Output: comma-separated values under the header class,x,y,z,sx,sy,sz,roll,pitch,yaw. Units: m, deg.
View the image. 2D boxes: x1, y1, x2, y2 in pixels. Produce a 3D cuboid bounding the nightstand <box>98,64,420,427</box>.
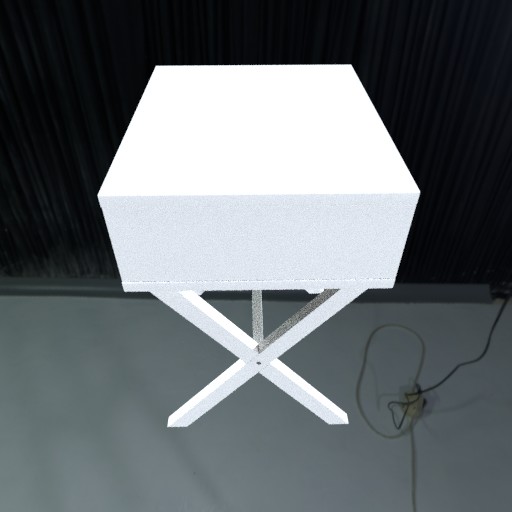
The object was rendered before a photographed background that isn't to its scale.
class,x,y,z,sx,sy,sz,roll,pitch,yaw
nightstand,0.000,0.000,0.935,0.402,0.623,0.479,-1,41,-1
